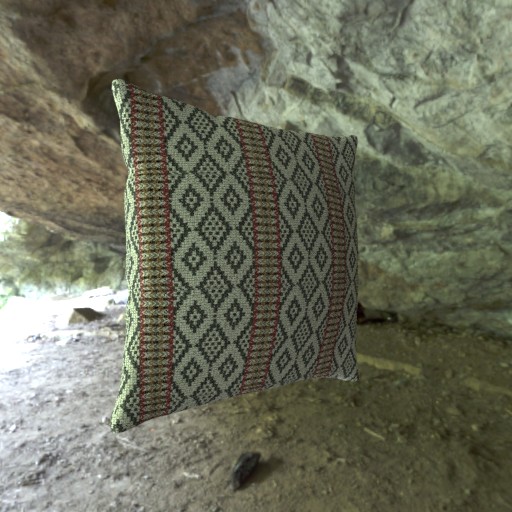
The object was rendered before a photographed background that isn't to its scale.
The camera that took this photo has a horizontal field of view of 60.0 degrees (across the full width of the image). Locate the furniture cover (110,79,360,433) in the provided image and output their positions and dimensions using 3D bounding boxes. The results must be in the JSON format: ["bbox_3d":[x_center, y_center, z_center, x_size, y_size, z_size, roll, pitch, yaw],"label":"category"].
[{"bbox_3d":[0.000,0.000,0.774,0.503,0.506,0.182,1,-2,-36],"label":"furniture cover"}]
